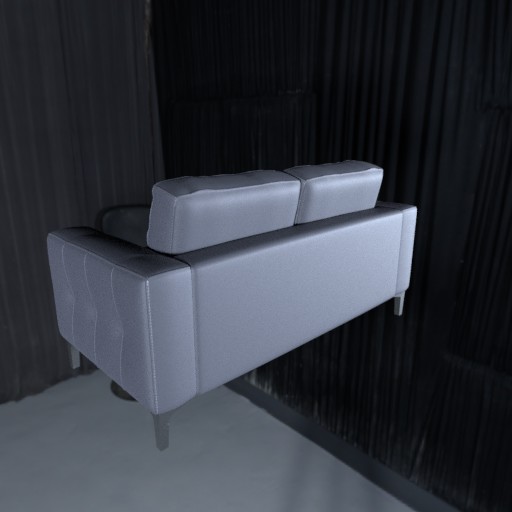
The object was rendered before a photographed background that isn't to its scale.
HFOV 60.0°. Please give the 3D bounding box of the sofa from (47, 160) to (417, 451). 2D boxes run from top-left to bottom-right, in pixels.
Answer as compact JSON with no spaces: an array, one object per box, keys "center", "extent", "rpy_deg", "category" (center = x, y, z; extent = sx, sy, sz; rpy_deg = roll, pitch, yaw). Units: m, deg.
[{"center":[0.000,0.000,2.205],"extent":[1.726,0.893,0.833],"rpy_deg":[-16,23,-41],"category":"sofa"}]
